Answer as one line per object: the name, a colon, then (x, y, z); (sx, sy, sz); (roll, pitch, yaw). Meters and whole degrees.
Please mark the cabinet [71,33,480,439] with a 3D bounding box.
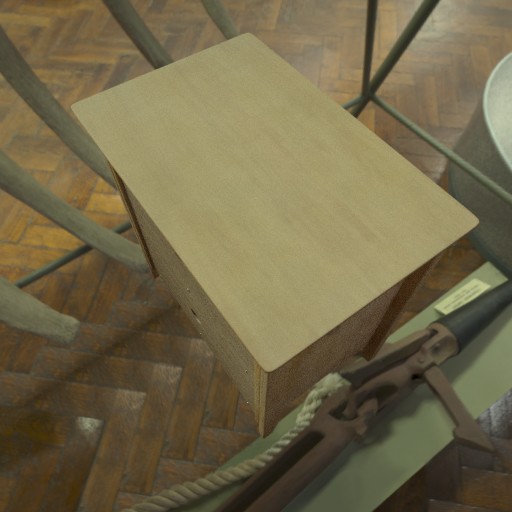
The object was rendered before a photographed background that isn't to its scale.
cabinet: (0.000, 0.000, 1.240); (0.503, 0.762, 0.763); (-31, 63, -18)
